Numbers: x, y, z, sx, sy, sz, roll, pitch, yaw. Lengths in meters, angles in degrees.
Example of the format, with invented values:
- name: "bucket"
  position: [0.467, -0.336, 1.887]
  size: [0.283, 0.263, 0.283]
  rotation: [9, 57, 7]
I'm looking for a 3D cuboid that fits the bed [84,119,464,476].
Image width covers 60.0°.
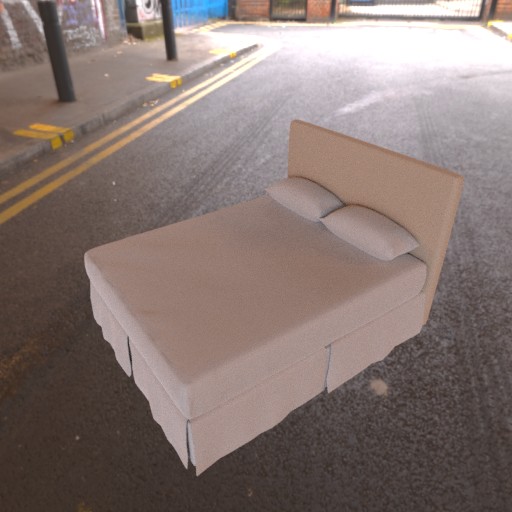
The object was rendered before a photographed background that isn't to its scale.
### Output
- name: "bed"
  position: [0.000, 0.000, 3.245]
  size: [2.142, 1.330, 1.748]
  rotation: [-21, 38, -30]
